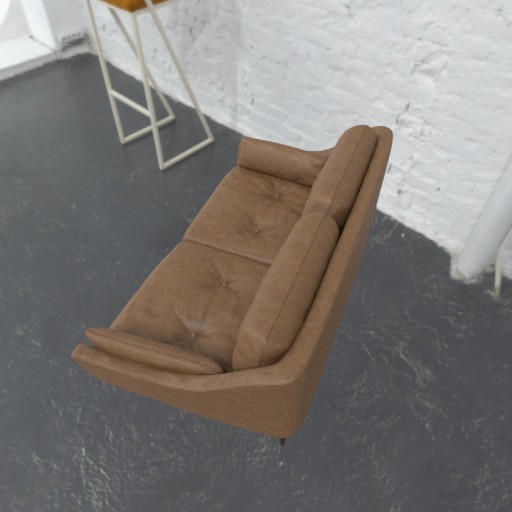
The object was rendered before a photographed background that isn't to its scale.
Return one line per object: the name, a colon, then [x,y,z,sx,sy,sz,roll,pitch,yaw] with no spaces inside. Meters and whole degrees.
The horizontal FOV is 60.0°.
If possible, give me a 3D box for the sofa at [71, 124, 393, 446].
sofa: [0.000,0.000,2.269,0.981,0.886,1.731,17,49,15]
